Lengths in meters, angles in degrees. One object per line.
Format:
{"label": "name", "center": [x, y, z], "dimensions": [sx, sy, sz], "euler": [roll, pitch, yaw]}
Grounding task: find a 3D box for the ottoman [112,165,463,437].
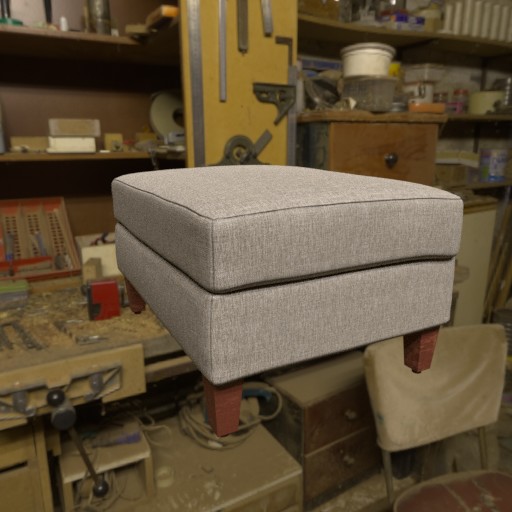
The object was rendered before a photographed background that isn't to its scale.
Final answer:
{"label": "ottoman", "center": [0.000, 0.000, 1.243], "dimensions": [0.639, 0.494, 0.873], "euler": [-7, 16, -27]}
